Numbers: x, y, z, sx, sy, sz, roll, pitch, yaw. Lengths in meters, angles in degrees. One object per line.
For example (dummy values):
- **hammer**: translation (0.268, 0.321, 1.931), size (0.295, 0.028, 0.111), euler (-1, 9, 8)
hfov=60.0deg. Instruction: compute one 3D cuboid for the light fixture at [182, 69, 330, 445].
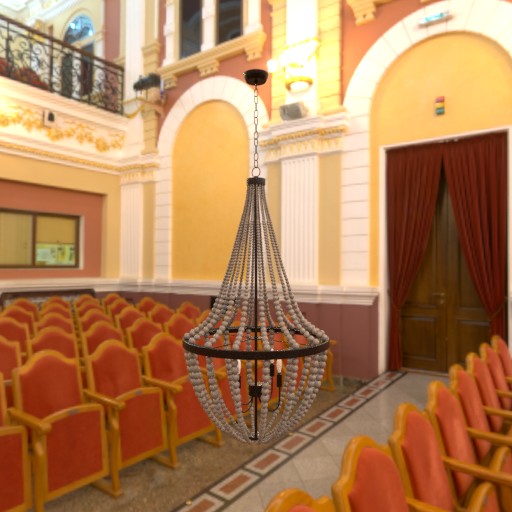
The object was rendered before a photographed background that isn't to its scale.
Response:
- **light fixture**: translation (0.000, 0.000, 1.376), size (0.450, 1.133, 0.450), euler (0, -1, 0)
